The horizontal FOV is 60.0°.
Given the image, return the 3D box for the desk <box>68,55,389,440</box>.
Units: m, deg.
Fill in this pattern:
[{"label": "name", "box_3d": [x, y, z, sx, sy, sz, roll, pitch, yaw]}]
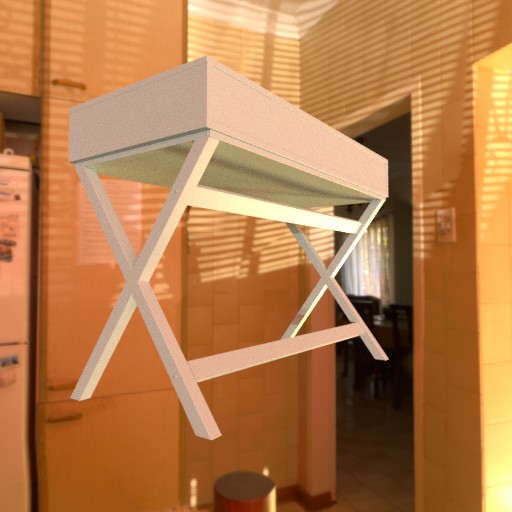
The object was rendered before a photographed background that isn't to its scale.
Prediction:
[{"label": "desk", "box_3d": [0.000, 0.000, 1.471, 0.525, 0.780, 1.057, -1, -2, 36]}]
